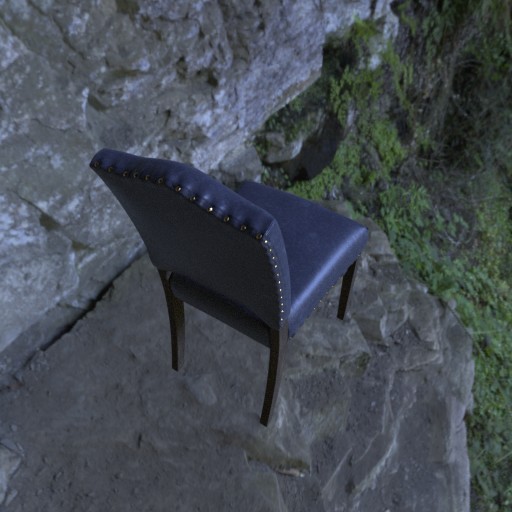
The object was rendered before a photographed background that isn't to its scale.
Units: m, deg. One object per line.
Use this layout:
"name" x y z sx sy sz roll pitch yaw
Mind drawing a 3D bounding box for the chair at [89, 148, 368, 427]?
"chair" 0.000 0.000 1.350 0.500 0.991 0.633 25 52 21
